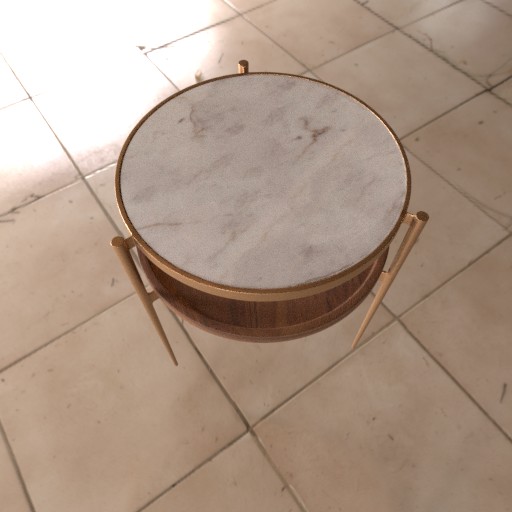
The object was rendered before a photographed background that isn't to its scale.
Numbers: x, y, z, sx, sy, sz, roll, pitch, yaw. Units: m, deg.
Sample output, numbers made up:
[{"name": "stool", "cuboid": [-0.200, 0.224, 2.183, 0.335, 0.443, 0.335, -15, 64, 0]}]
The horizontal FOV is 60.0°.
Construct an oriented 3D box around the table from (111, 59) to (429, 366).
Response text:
[{"name": "table", "cuboid": [0.000, 0.000, 0.841, 0.456, 0.493, 0.430, -32, 63, -18]}]
